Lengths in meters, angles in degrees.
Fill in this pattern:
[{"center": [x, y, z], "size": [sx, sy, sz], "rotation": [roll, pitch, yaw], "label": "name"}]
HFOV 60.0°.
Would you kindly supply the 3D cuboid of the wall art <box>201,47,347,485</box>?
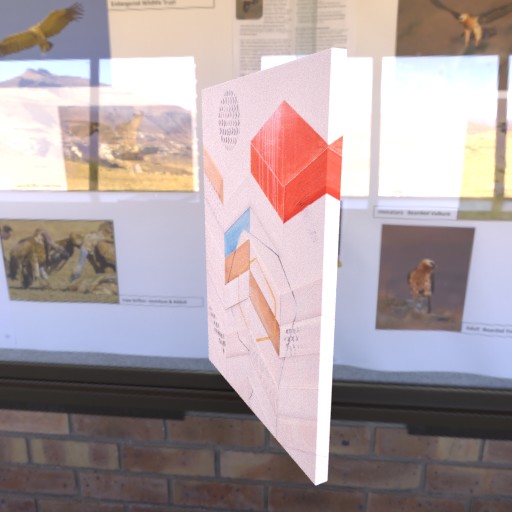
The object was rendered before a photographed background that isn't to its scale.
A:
[{"center": [0.000, 0.000, 1.327], "size": [0.045, 1.014, 0.759], "rotation": [-7, 16, -26], "label": "wall art"}]
